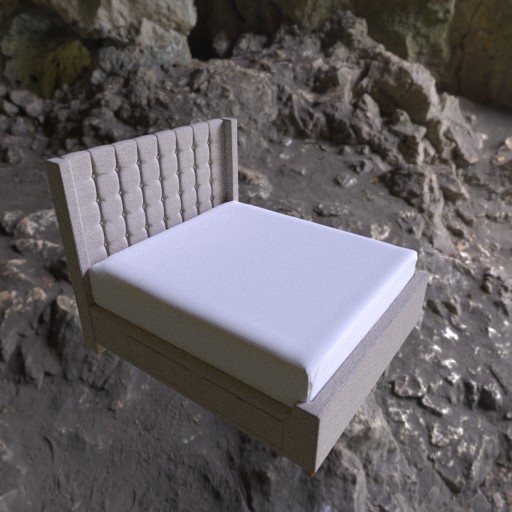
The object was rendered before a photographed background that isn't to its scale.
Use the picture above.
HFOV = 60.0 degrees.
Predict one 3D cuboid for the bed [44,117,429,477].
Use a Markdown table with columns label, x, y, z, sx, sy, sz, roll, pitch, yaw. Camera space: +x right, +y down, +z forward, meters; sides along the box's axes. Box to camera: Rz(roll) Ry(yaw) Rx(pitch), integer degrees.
| label | x | y | z | sx | sy | sz | roll | pitch | yaw |
| --- | --- | --- | --- | --- | --- | --- | --- | --- | --- |
| bed | 0.000 | 0.000 | 3.748 | 2.372 | 1.748 | 2.044 | 19 | 33 | 31 |
